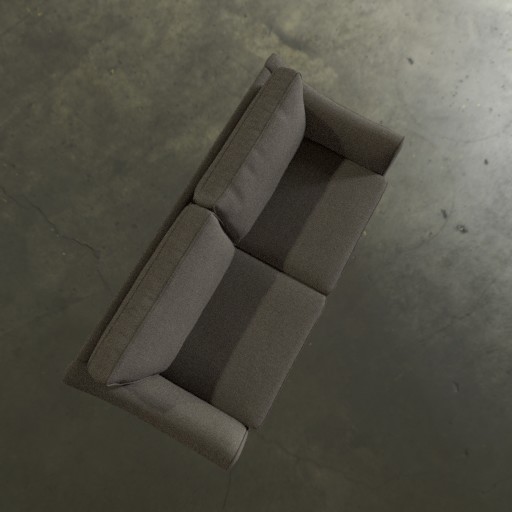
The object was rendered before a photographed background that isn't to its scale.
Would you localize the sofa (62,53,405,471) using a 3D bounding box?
[{"bbox_3d":[0.000,0.000,2.658,1.013,0.976,2.203,28,77,7],"label":"sofa"}]
